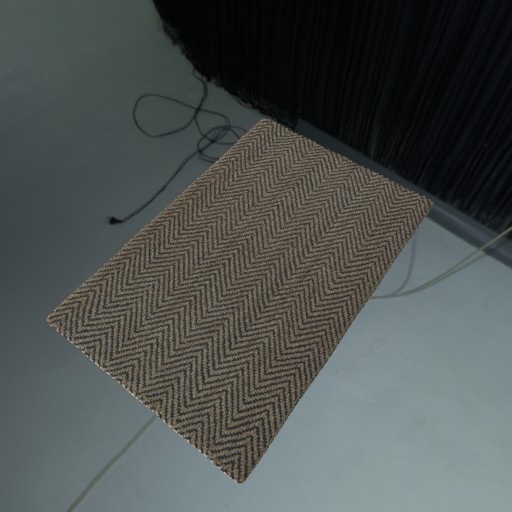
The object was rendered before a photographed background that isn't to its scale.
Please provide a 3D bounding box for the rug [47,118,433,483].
[{"bbox_3d":[0.000,0.000,2.361,1.219,0.008,1.828,32,63,19],"label":"rug"}]
